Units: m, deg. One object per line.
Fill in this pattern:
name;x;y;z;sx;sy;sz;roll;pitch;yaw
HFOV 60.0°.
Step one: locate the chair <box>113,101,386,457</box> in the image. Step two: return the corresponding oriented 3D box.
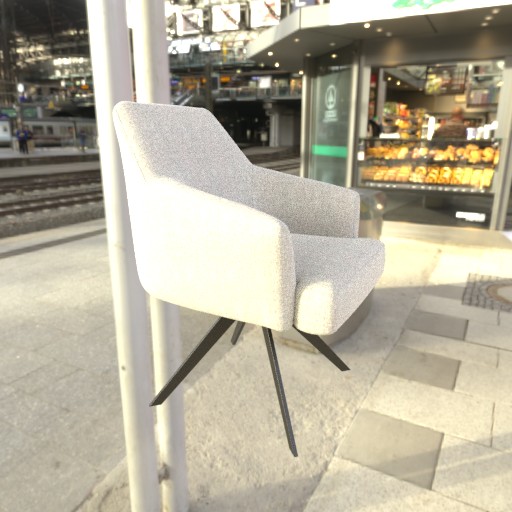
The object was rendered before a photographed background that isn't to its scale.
chair;0.000;0.000;1.324;0.677;0.874;0.642;8;17;26
